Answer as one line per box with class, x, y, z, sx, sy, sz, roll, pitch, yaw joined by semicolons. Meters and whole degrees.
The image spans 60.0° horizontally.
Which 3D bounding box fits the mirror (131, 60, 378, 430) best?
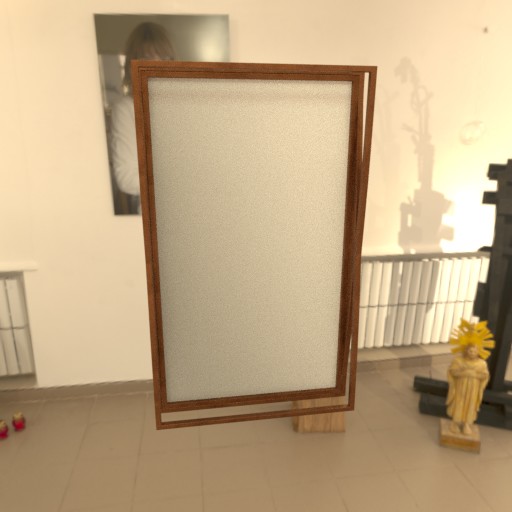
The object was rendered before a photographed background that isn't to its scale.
mirror;0.000;0.000;0.963;0.468;0.768;0.082;-2;16;-9
